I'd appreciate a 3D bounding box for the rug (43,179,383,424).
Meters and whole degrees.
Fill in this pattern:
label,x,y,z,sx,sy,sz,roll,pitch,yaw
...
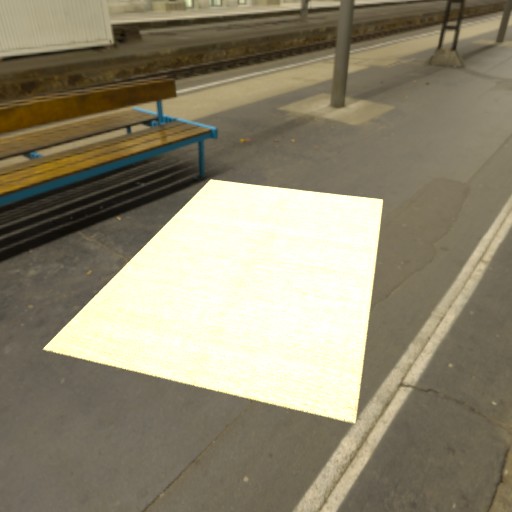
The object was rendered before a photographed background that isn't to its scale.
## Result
label,x,y,z,sx,sy,sz,roll,pitch,yaw
rug,0.000,0.000,2.388,1.250,0.015,1.850,9,33,14
